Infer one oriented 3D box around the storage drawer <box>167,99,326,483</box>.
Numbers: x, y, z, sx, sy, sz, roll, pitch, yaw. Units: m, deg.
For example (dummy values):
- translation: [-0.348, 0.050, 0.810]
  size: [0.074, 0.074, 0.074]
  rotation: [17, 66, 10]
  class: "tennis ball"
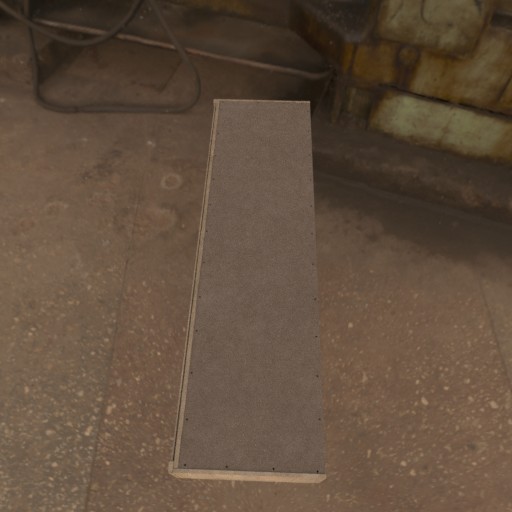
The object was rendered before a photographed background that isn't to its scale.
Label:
- translation: [0.000, 0.000, 2.298]
  size: [0.591, 0.274, 2.072]
  rotation: [2, 59, 1]
  class: "storage drawer"
